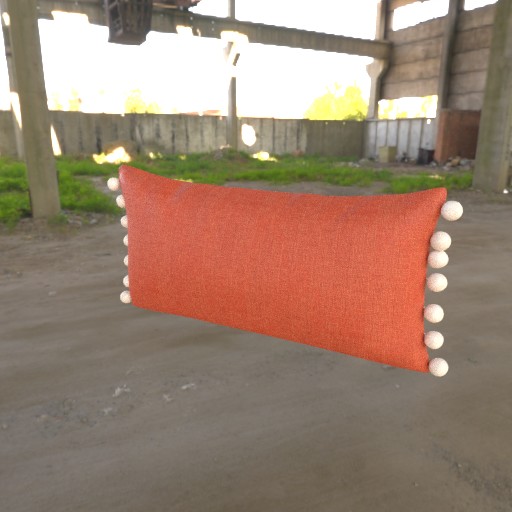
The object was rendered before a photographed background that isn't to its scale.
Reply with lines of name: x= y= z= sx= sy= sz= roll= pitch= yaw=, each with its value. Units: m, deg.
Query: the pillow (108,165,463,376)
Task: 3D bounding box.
pillow: x=0.000 y=0.000 z=0.843 sx=0.709 sy=0.322 sz=0.201 roll=8 pitch=17 yaw=28
